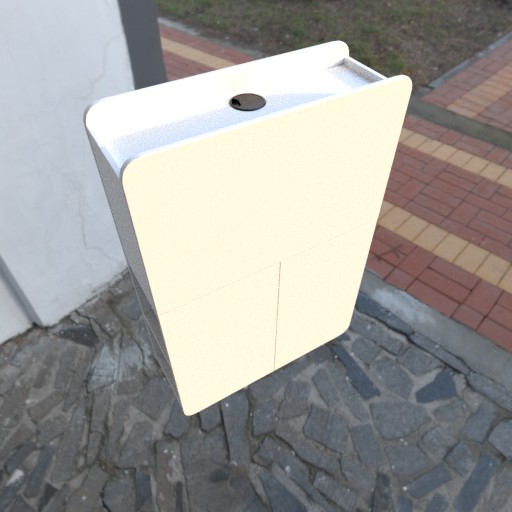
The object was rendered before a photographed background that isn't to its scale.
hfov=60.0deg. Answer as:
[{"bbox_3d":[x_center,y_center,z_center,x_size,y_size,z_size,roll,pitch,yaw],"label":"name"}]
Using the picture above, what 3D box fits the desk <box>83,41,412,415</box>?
[{"bbox_3d":[0.000,0.000,1.512,0.795,1.190,0.278,-23,51,-21],"label":"desk"}]
